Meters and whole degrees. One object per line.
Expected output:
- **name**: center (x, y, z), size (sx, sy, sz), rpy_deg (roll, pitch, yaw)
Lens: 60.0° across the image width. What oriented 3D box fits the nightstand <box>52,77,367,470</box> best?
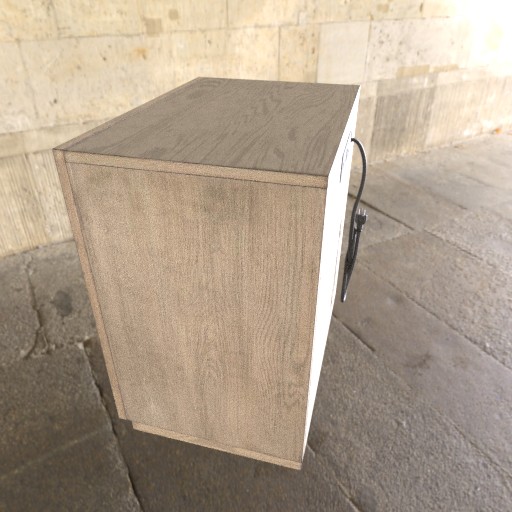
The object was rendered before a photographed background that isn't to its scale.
- **nightstand**: center (0.000, 0.000, 1.049), size (0.483, 0.673, 0.612), rpy_deg (8, 33, 13)
